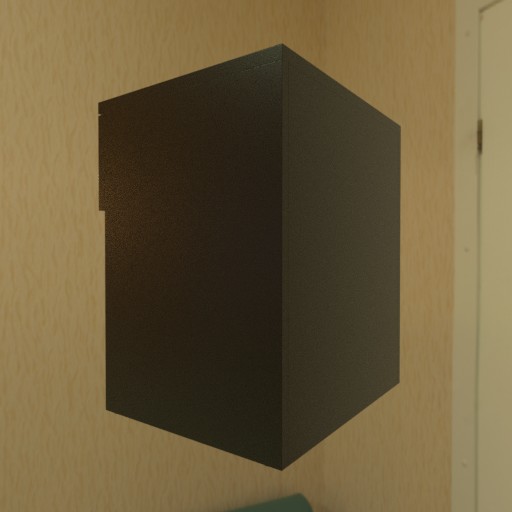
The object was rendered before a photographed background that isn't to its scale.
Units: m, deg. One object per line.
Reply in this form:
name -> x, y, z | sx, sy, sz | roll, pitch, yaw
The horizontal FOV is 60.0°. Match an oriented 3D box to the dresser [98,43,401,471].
dresser -> 0.000, 0.000, 0.752 | 0.360, 0.470, 0.400 | 1, 1, 36
